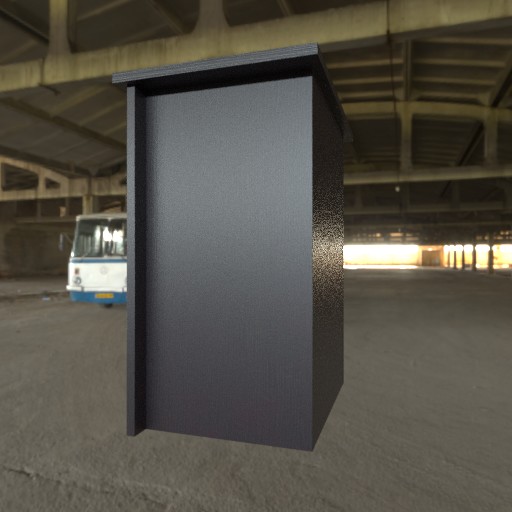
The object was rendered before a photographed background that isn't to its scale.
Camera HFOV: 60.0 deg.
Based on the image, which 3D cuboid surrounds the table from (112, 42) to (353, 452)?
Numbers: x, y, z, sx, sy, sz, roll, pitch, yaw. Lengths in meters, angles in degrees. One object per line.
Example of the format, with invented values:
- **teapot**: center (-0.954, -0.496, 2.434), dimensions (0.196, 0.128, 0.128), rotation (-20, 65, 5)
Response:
- **table**: center (0.000, 0.000, 1.082), dimensions (0.408, 0.711, 0.589), rotation (0, 0, 18)
